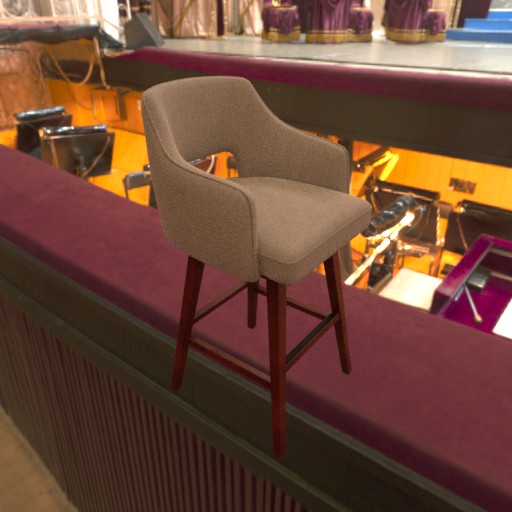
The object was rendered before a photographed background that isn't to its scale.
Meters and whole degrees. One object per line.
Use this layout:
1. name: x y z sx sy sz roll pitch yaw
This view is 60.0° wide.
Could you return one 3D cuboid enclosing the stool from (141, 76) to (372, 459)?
1. stool: 0.000 0.000 1.403 0.558 1.012 0.548 20 34 32
